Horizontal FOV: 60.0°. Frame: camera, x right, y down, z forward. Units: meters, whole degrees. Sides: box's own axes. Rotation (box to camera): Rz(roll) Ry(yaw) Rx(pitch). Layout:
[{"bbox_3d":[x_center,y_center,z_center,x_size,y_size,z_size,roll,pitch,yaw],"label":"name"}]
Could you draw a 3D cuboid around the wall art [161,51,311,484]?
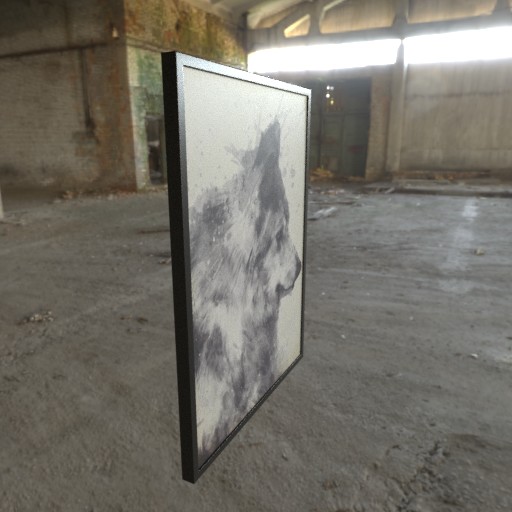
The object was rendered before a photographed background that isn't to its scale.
[{"bbox_3d":[0.000,0.000,1.398,0.039,1.061,0.804,7,16,26],"label":"wall art"}]
